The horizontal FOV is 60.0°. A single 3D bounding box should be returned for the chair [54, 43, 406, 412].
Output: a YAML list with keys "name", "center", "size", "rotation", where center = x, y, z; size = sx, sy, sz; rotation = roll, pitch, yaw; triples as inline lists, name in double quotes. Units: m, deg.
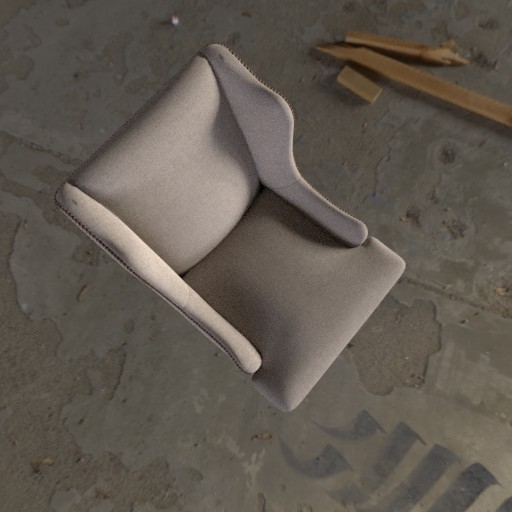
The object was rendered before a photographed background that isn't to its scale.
- name: "chair"
  center: [0.000, 0.000, 1.676]
  size: [0.940, 1.029, 0.737]
  rotation: [40, 79, 9]
